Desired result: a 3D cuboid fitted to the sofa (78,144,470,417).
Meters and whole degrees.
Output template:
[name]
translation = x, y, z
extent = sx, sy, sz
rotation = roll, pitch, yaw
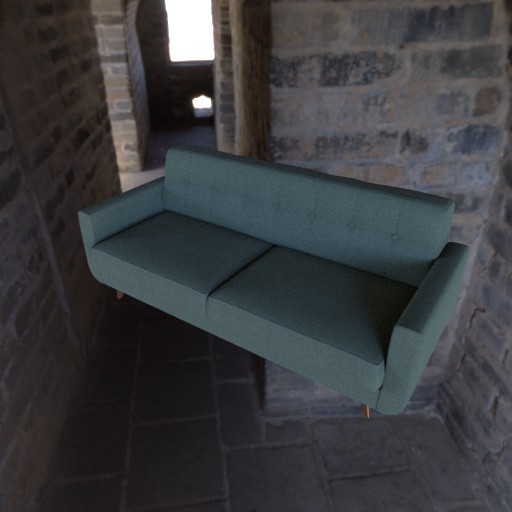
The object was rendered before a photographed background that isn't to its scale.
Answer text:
[sofa]
translation = 0.000, 0.000, 2.492
extent = 2.029, 0.841, 0.909
rotation = 18, 34, 29
